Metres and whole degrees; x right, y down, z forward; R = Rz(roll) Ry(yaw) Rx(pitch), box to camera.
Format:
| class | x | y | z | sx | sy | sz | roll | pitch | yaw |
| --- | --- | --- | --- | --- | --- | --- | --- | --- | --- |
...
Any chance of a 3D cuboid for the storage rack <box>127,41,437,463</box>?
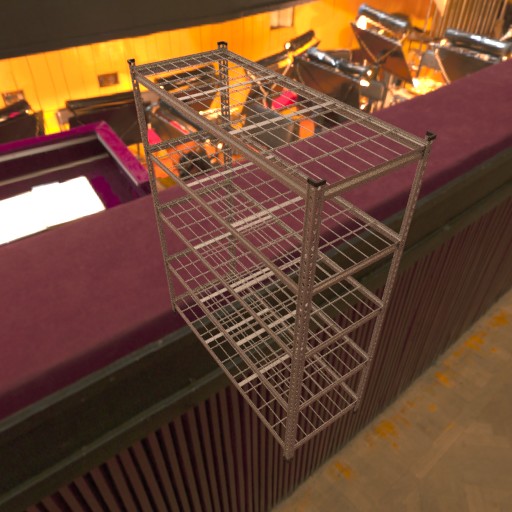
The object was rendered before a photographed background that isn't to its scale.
| class | x | y | z | sx | sy | sz | roll | pitch | yaw |
| --- | --- | --- | --- | --- | --- | --- | --- | --- | --- |
| storage rack | 0.000 | 0.000 | 2.660 | 0.610 | 1.981 | 1.524 | -25 | 47 | -26 |
